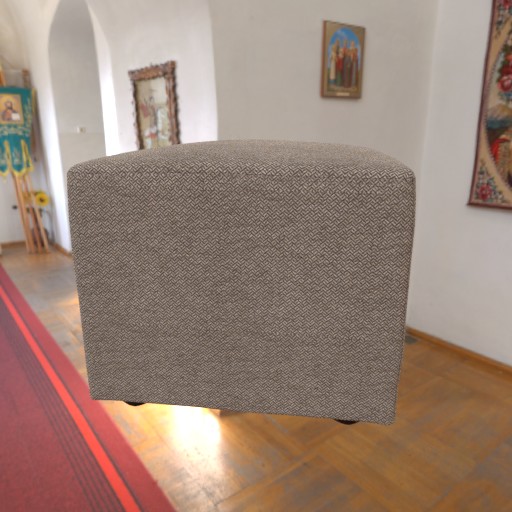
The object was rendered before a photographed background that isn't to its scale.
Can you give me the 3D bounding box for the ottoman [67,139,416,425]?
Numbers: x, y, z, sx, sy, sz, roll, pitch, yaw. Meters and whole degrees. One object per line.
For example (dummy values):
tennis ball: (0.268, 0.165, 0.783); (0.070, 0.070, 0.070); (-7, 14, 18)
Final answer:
ottoman: (0.000, 0.000, 0.902); (0.512, 0.453, 0.519); (2, 17, 8)
